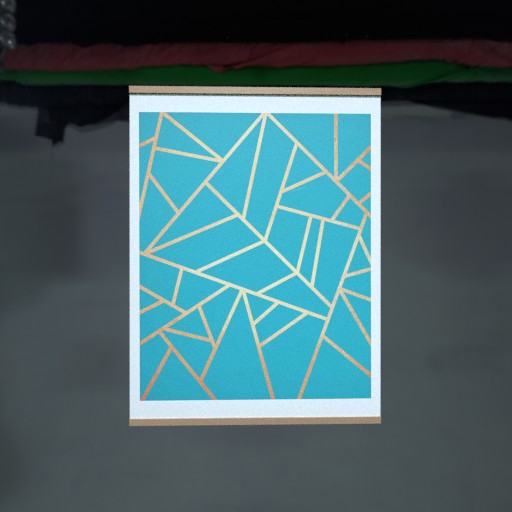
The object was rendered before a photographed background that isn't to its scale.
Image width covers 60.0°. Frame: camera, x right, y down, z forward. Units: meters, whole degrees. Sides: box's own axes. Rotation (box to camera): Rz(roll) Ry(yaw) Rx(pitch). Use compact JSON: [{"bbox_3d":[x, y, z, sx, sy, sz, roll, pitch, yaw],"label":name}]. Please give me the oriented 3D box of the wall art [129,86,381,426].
[{"bbox_3d":[0.000,0.000,1.341,0.758,1.016,0.013,0,0,-1],"label":"wall art"}]
